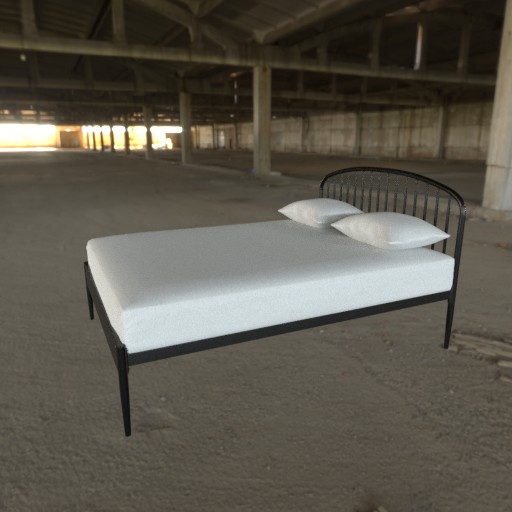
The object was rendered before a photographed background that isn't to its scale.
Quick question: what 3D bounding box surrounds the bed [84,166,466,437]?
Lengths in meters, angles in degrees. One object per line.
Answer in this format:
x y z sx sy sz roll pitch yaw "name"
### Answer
0.000 0.000 3.112 2.159 1.166 1.618 -7 16 -25 "bed"
